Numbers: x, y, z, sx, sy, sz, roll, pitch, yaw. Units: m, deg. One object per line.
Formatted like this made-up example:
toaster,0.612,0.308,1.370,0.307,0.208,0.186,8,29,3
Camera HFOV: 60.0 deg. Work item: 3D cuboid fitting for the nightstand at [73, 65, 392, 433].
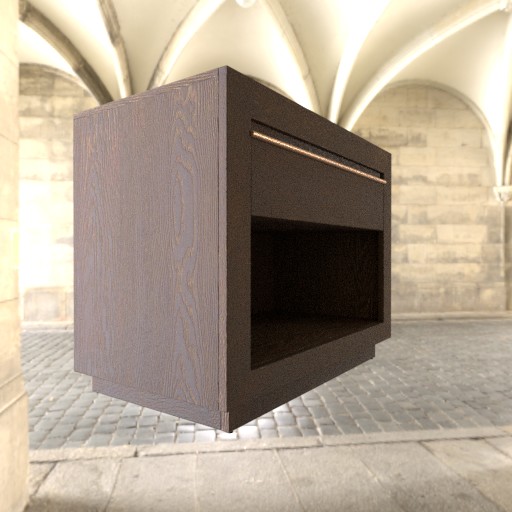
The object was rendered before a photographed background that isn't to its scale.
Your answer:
nightstand,0.000,0.000,1.147,0.457,0.612,0.775,0,1,36
